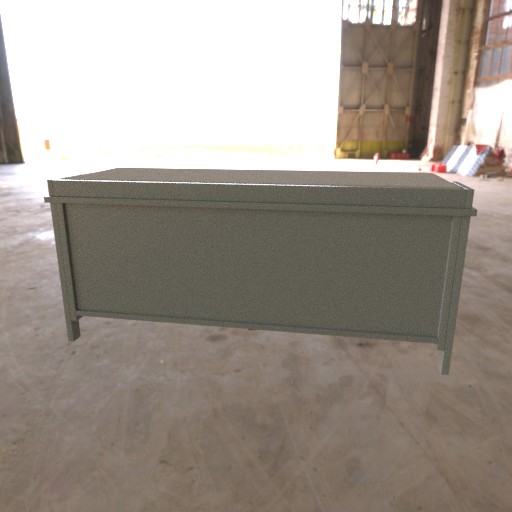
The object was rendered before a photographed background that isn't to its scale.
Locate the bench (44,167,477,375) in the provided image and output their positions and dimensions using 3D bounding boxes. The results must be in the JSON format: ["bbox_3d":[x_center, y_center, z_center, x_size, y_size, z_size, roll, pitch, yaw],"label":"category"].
[{"bbox_3d":[0.000,0.000,1.394,1.140,0.501,0.398,3,17,10],"label":"bench"}]
